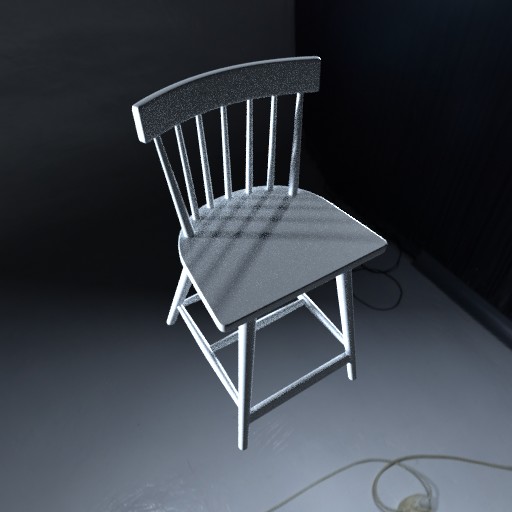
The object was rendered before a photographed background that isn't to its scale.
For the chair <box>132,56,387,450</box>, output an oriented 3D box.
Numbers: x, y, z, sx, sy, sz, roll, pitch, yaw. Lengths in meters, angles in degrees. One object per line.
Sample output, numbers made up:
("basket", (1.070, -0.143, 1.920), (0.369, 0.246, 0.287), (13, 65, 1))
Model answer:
("chair", (0.000, 0.000, 1.258), (0.483, 0.952, 0.572), (-24, 50, -22))
